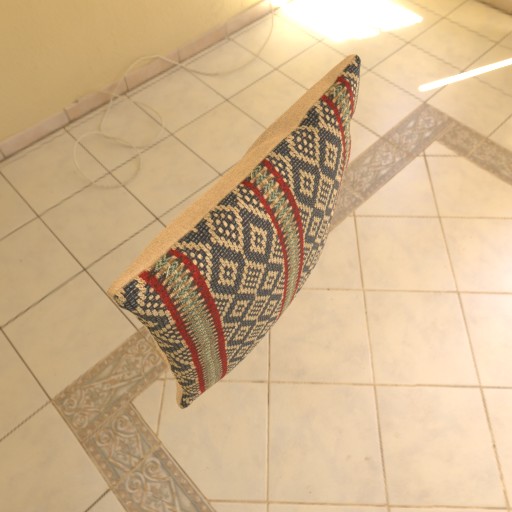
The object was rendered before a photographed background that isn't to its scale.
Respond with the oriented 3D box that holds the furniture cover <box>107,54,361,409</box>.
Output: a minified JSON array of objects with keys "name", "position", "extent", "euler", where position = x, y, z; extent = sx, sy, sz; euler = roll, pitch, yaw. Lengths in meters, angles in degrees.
[{"name":"furniture cover","position":[0.000,0.000,0.658],"extent":[0.139,0.431,0.431],"euler":[33,64,18]}]
